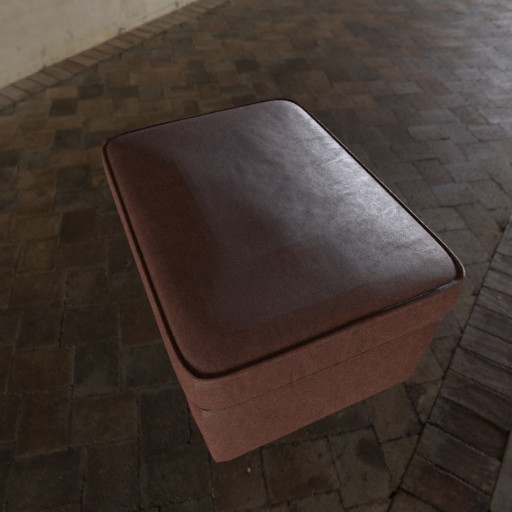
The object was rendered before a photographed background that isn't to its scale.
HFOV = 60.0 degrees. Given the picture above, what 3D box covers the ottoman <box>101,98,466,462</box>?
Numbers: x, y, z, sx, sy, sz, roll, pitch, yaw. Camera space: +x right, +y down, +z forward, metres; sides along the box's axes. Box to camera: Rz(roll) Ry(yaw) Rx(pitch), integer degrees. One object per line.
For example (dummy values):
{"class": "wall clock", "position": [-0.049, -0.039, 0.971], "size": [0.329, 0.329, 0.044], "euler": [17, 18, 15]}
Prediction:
{"class": "ottoman", "position": [0.000, 0.000, 1.070], "size": [0.548, 0.449, 0.749], "euler": [-18, 50, -16]}
